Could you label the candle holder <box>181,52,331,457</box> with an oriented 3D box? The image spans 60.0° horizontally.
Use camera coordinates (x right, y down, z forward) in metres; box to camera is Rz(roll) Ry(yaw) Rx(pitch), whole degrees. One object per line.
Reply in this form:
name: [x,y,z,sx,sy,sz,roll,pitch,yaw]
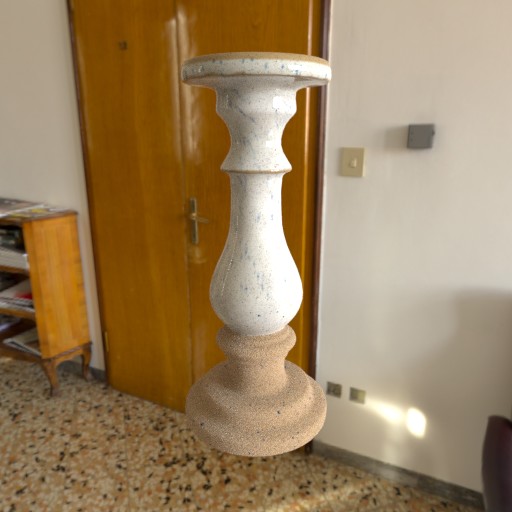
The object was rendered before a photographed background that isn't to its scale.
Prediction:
candle holder: [0.000,0.000,0.253,0.088,0.203,0.088,0,16,0]
